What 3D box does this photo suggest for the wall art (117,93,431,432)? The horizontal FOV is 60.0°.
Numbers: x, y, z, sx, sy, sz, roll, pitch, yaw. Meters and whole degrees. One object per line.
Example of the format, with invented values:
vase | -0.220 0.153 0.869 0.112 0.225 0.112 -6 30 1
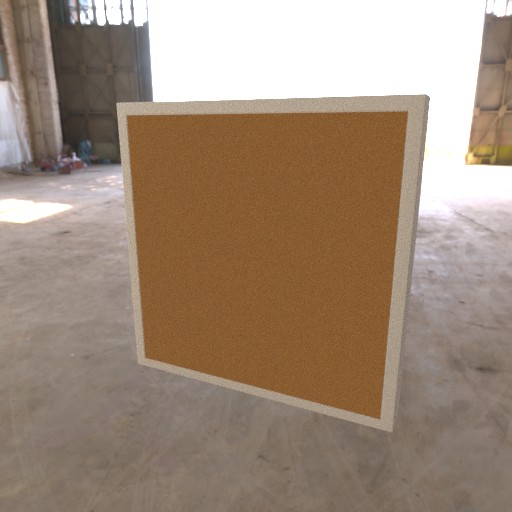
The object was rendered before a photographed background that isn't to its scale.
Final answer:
wall art | 0.000 0.000 0.459 0.305 0.305 0.037 7 18 24
